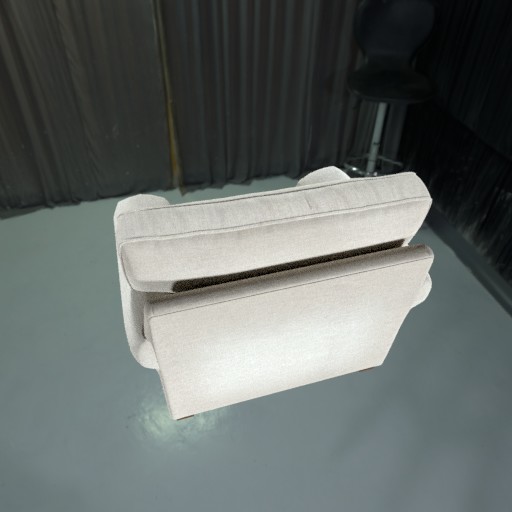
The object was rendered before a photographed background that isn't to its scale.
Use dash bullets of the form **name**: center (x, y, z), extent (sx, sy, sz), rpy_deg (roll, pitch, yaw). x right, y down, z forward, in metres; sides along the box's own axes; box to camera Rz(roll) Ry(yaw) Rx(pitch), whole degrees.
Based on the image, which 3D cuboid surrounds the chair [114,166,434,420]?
- **chair**: center (0.000, 0.000, 1.850), extent (1.092, 0.961, 0.965), rpy_deg (-11, 43, -12)
